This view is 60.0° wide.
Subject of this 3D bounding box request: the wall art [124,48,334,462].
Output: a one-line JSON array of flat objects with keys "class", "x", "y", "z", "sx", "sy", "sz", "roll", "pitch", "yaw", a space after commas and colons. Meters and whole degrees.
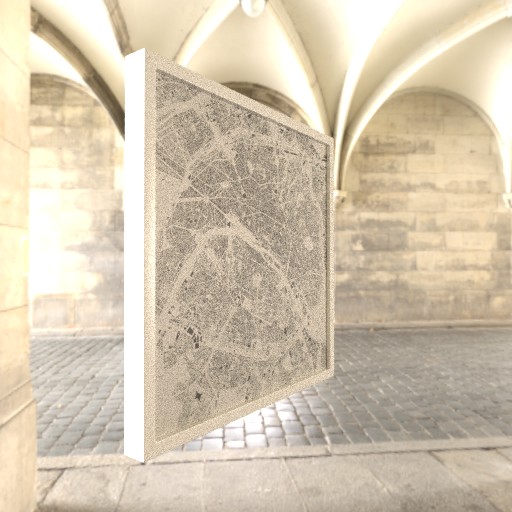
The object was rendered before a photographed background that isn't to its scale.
[{"class": "wall art", "x": 0.000, "y": 0.000, "z": 0.755, "sx": 0.038, "sy": 0.508, "sz": 0.508, "roll": 0, "pitch": -1, "yaw": 37}]
